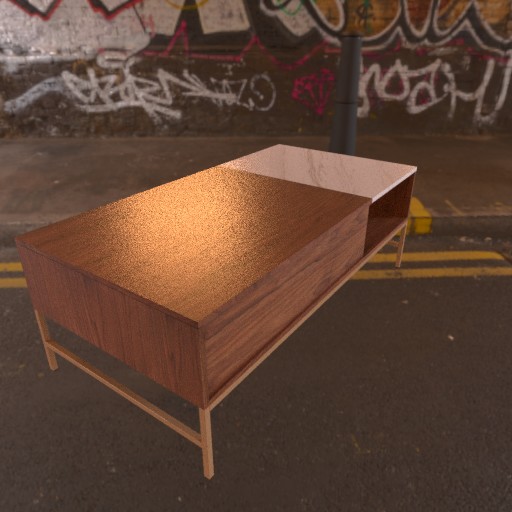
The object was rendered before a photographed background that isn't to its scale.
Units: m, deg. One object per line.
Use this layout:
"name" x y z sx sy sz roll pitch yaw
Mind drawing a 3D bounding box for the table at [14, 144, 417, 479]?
"table" 0.000 0.000 1.899 0.789 0.551 1.553 18 32 31
